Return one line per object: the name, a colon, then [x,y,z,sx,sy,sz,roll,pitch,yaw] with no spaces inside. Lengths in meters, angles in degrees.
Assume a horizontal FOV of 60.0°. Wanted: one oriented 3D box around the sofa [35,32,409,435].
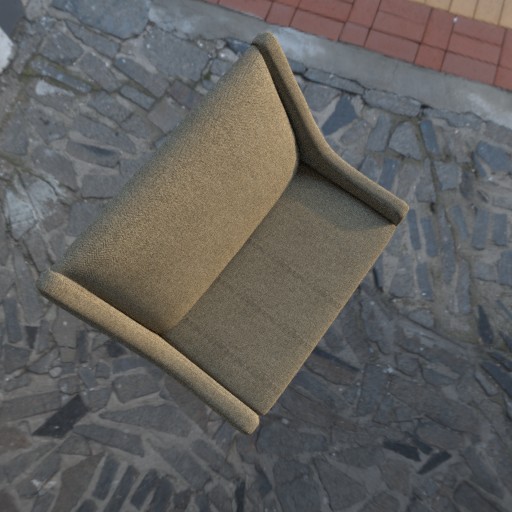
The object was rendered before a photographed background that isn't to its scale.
sofa: [0.000,0.000,1.921,0.870,1.021,1.242,36,78,9]
